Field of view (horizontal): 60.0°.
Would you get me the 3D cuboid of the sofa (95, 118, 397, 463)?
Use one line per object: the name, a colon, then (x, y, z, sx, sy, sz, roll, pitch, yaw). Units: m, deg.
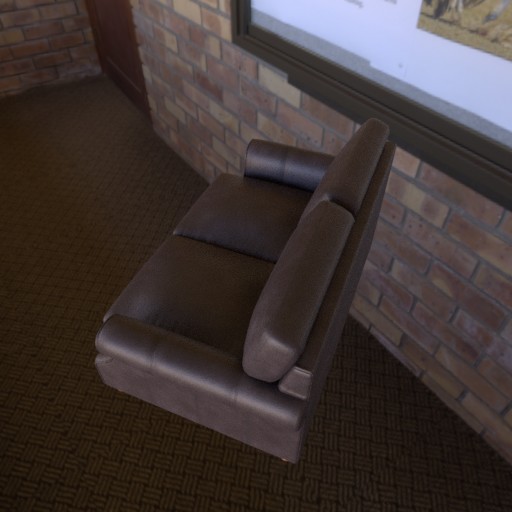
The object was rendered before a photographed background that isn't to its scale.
sofa: (0.000, 0.000, 2.285, 1.030, 0.979, 1.663, 16, 48, 16)
